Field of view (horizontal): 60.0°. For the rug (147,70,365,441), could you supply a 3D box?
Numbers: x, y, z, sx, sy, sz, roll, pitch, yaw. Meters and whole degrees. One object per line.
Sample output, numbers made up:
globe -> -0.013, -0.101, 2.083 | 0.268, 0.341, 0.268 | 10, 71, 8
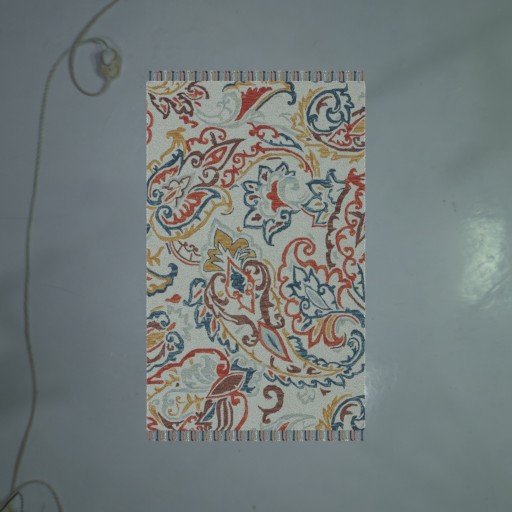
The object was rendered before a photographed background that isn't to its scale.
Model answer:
rug -> 0.000, 0.000, 3.097 | 1.523, 0.010, 2.584 | 0, 90, 0
